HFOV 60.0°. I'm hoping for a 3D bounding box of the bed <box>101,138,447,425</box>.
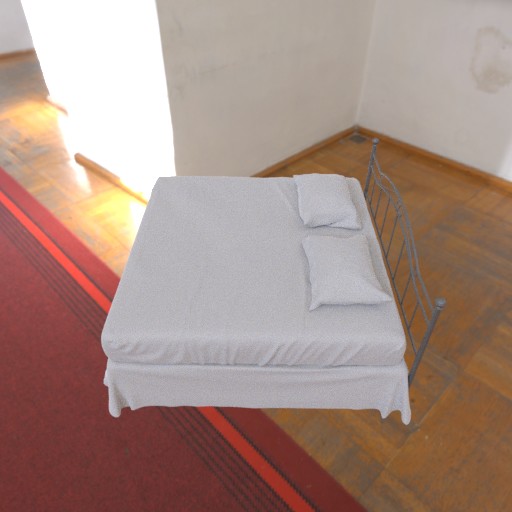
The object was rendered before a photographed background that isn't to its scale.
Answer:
[{"bbox_3d":[0.000,0.000,3.577,2.220,1.080,2.309,1,41,1],"label":"bed"}]
